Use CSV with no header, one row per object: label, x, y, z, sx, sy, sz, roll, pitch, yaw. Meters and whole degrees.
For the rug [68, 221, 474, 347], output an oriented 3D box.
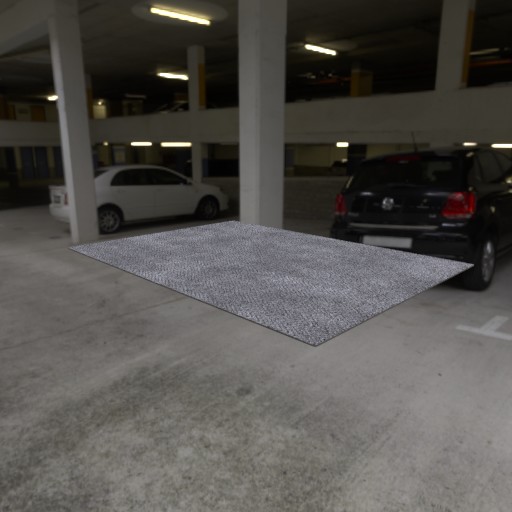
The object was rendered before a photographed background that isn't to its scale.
rug,0.000,0.000,2.970,1.600,0.008,2.235,-14,20,-43
